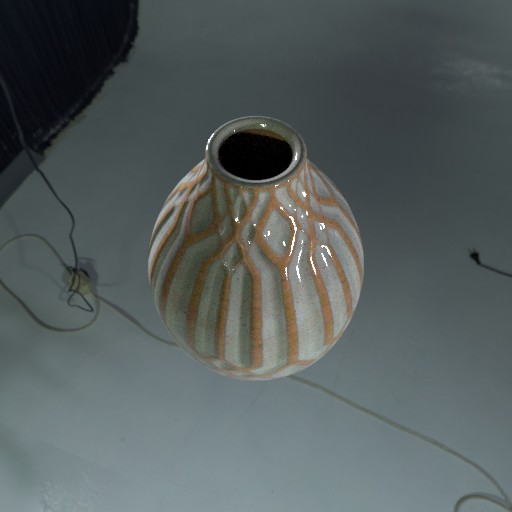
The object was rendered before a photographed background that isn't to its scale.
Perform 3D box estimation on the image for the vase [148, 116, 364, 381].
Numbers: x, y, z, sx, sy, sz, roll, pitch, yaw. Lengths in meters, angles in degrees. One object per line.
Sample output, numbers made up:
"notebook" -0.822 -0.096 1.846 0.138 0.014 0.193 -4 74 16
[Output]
"vase" 0.000 0.000 0.266 0.131 0.175 0.131 0 58 0
